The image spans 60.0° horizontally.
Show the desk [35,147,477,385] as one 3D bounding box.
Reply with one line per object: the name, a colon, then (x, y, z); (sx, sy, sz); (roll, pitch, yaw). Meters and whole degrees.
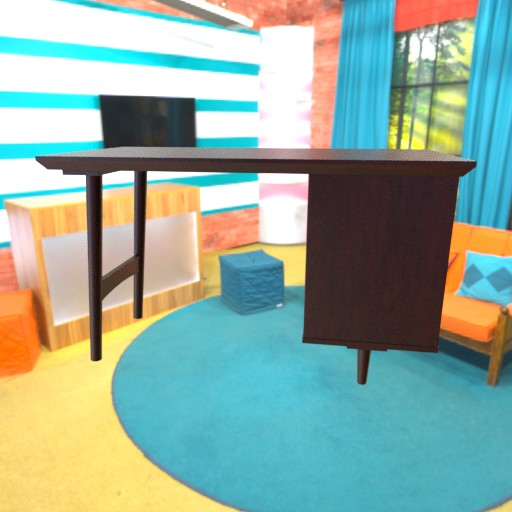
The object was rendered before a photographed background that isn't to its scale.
desk: (0.000, 0.000, 1.660); (1.277, 0.758, 0.612); (3, 17, 9)
